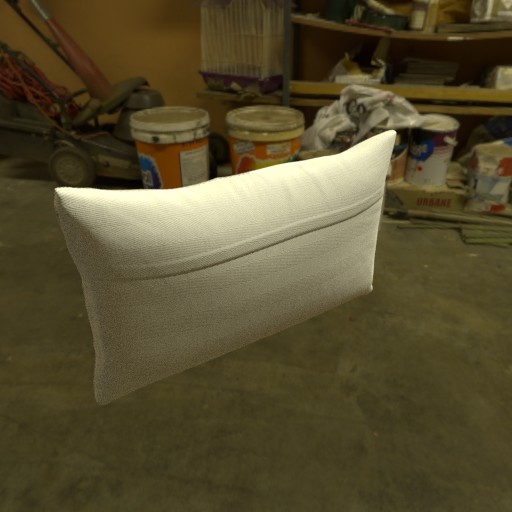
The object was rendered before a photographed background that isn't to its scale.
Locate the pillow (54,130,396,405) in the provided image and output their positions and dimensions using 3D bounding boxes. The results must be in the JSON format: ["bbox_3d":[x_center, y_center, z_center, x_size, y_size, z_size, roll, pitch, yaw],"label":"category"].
[{"bbox_3d":[0.000,0.000,0.637,0.506,0.305,0.139,-18,34,-28],"label":"pillow"}]
